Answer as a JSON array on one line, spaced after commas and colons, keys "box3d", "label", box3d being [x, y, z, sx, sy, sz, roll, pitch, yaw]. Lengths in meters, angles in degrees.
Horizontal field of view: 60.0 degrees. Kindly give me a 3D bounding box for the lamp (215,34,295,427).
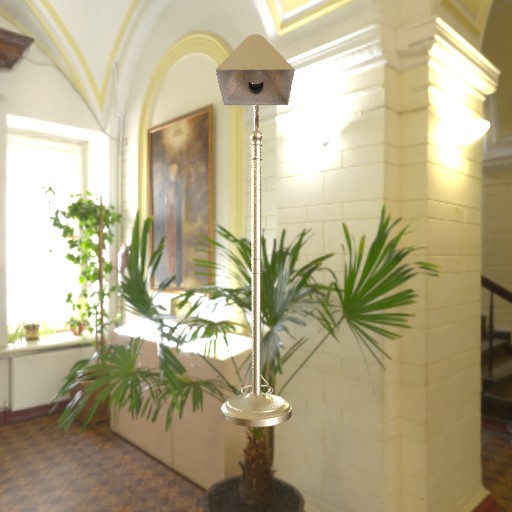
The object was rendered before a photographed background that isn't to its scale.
[{"box3d": [0.000, 0.000, 0.937, 0.159, 0.708, 0.546, 0, 0, 1], "label": "lamp"}]
